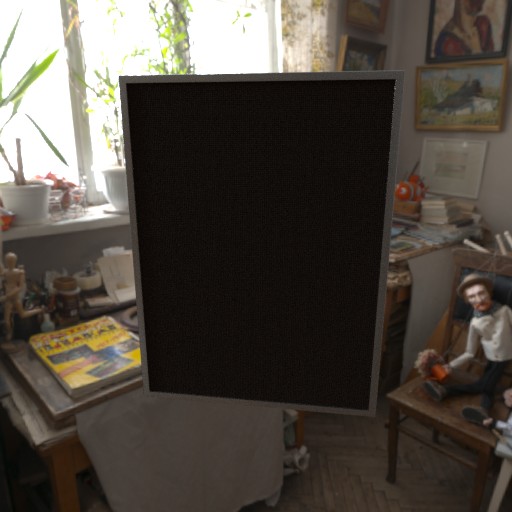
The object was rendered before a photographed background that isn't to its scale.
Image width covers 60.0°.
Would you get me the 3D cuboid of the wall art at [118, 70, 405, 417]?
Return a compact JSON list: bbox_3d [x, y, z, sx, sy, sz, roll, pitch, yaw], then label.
[{"bbox_3d":[0.000,0.000,1.387,0.801,1.062,0.037,2,16,8],"label":"wall art"}]
